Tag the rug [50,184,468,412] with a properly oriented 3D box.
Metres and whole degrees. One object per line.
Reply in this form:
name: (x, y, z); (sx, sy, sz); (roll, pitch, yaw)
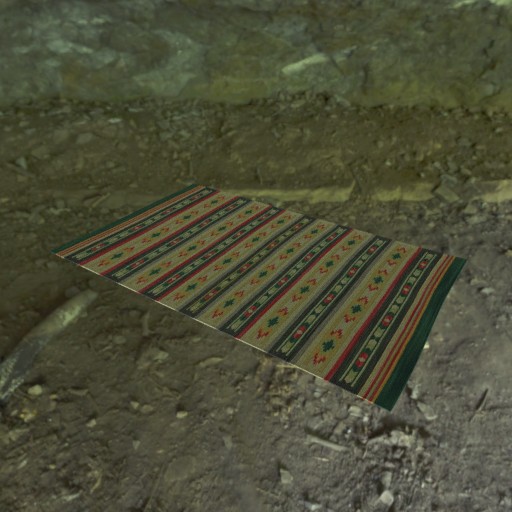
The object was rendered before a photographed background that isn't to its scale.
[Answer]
rug: (0.000, 0.000, 3.038); (2.447, 0.011, 1.520); (19, 36, 29)
